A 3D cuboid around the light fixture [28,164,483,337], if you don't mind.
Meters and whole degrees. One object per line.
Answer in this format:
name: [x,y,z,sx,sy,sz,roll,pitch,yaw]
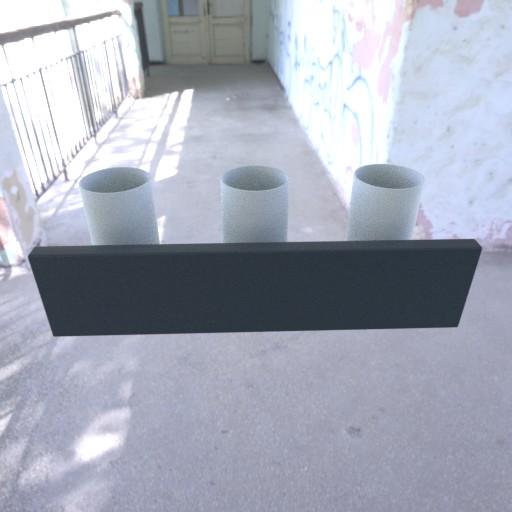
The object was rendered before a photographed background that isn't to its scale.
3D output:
light fixture: [0.000,0.000,0.525,0.451,0.172,0.145,-1,32,-2]
